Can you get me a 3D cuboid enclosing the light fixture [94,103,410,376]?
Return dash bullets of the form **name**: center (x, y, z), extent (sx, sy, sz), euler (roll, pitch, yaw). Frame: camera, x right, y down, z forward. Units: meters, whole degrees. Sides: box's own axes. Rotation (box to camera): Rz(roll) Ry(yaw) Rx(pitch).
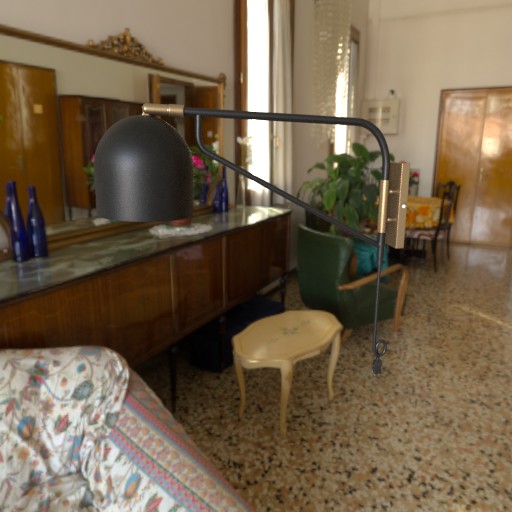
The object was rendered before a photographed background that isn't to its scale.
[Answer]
- **light fixture**: center (0.000, 0.000, 1.073), extent (0.720, 0.696, 0.215), euler (-2, 14, -8)
